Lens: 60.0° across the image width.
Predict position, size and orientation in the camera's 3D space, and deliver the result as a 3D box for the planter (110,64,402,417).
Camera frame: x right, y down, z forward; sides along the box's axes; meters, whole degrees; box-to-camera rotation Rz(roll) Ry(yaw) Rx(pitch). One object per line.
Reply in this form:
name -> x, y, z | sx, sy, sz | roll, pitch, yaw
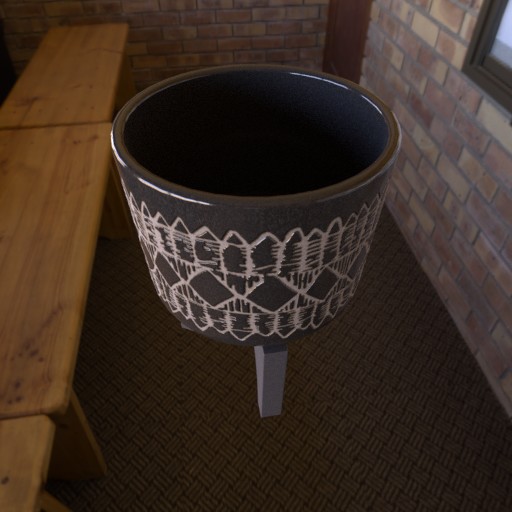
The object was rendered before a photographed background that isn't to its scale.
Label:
planter -> 0.000, 0.000, 0.395 | 0.196, 0.264, 0.196 | -30, 51, -27
